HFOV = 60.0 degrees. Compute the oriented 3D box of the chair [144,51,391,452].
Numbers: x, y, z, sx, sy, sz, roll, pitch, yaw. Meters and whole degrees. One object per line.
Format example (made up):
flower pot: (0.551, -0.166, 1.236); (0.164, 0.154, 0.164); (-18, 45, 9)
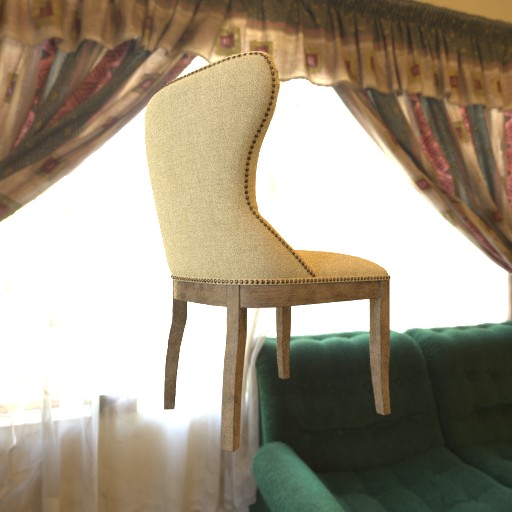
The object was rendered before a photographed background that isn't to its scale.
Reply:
chair: (0.000, 0.000, 1.432); (0.681, 1.002, 0.654); (0, 0, -35)
